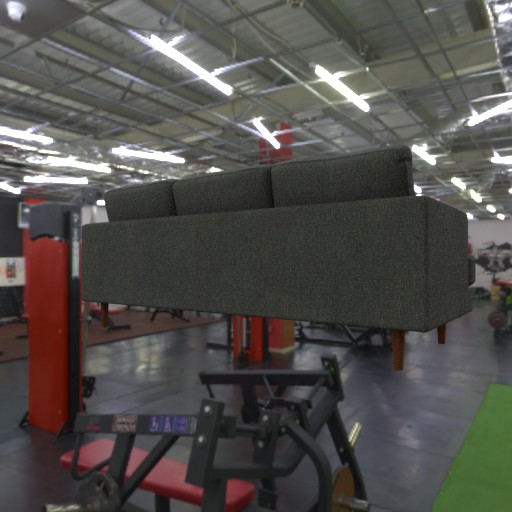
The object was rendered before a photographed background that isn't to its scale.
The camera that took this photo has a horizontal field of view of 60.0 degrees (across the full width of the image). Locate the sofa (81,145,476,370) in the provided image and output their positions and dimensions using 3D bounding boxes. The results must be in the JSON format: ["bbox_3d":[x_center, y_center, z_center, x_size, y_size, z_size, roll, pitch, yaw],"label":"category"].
[{"bbox_3d":[0.000,0.000,2.643,2.246,0.930,0.903,0,-1,36],"label":"sofa"}]
